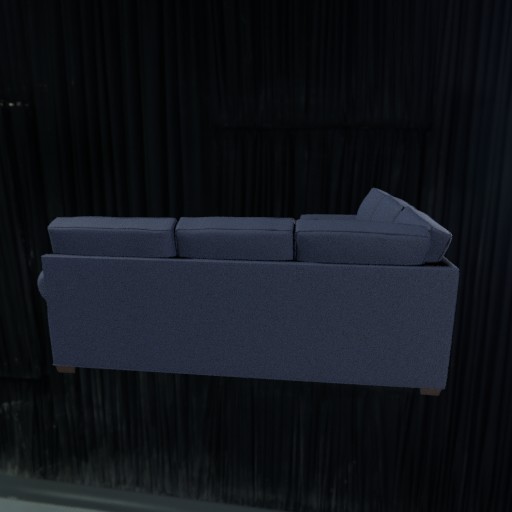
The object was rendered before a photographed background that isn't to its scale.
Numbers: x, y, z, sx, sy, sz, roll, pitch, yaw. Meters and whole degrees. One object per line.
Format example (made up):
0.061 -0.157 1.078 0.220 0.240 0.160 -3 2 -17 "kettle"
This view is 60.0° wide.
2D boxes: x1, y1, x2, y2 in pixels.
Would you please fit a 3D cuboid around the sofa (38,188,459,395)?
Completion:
0.000 0.000 3.844 2.562 1.042 2.487 2 15 7 "sofa"
